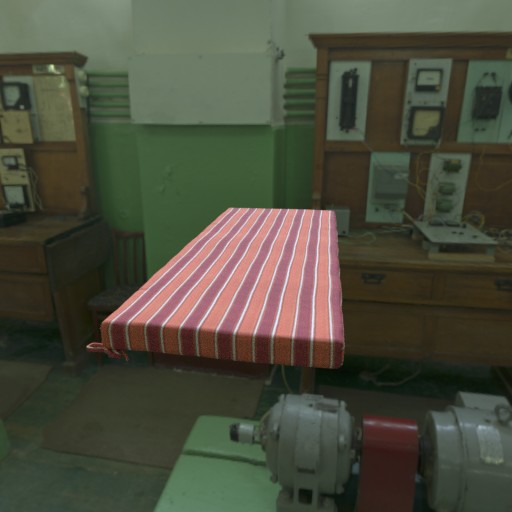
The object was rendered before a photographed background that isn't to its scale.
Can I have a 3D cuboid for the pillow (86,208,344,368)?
[{"bbox_3d":[0.000,0.000,1.341,0.492,0.081,1.187,3,18,9],"label":"pillow"}]
